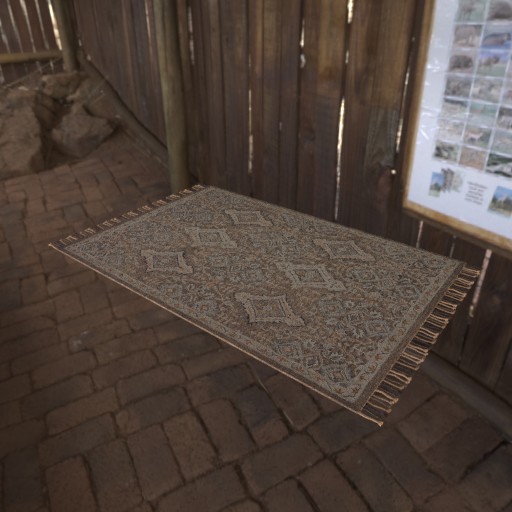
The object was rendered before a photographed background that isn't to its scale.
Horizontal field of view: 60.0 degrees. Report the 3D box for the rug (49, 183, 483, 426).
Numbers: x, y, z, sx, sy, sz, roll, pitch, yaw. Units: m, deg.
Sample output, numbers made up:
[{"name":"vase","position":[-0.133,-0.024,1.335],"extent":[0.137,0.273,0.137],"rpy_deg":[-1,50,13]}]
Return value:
[{"name":"rug","position":[0.000,0.000,2.911],"extent":[2.434,0.010,1.516],"rpy_deg":[21,36,32]}]
